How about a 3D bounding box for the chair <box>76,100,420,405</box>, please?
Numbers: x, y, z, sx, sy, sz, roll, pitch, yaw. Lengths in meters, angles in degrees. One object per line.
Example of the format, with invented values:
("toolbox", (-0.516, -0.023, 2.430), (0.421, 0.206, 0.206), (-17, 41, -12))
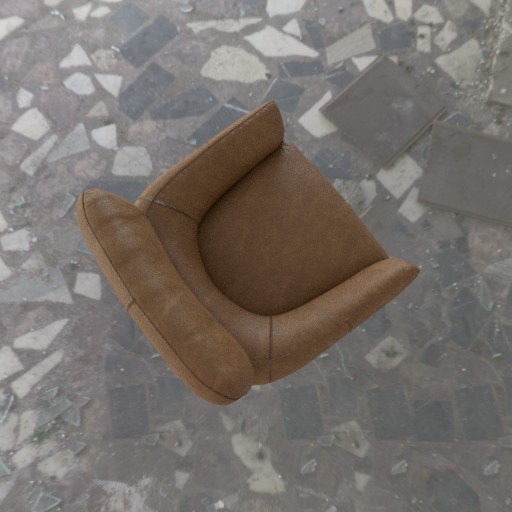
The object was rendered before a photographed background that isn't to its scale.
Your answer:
("chair", (0.000, 0.000, 1.376), (0.715, 0.812, 0.706), (-36, 79, -8))
